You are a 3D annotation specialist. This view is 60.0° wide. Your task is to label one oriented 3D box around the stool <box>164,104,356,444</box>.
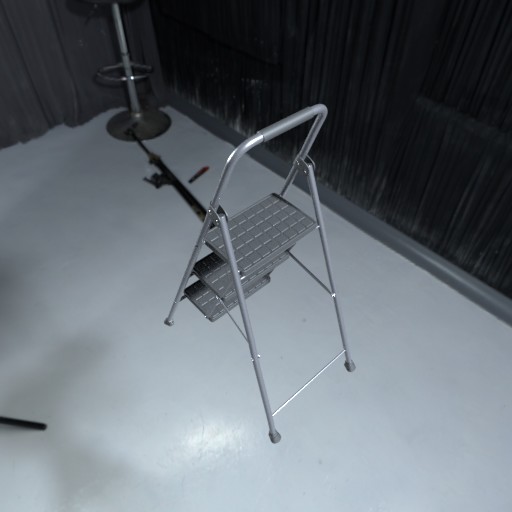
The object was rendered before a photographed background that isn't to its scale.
[{"bbox_3d":[0.000,0.000,1.504,0.473,1.121,0.733,-34,56,-27],"label":"stool"}]
